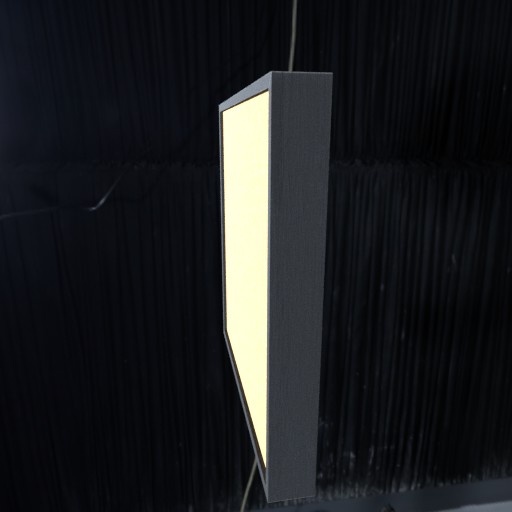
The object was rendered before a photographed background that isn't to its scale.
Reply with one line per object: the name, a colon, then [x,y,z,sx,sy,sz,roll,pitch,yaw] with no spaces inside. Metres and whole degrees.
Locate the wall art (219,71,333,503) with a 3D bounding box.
wall art: [0.000,0.000,0.444,0.037,0.305,0.305,-3,15,-10]
